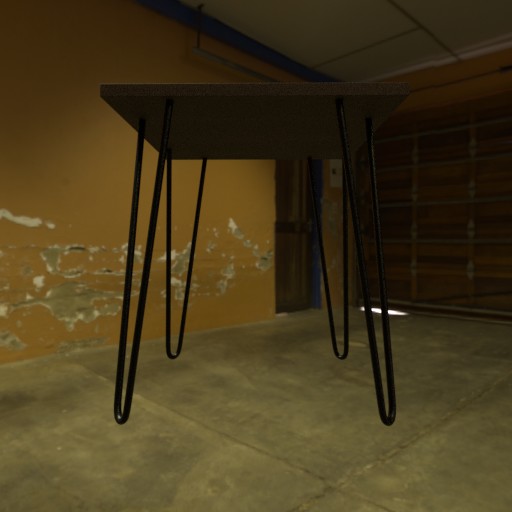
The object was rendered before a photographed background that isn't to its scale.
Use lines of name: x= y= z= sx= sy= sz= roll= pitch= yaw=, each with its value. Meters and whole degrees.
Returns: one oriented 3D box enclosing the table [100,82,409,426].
table: x=0.000 y=0.000 z=0.959 sx=0.495 sy=0.559 sz=0.495 roll=0 pitch=1 yaw=1
